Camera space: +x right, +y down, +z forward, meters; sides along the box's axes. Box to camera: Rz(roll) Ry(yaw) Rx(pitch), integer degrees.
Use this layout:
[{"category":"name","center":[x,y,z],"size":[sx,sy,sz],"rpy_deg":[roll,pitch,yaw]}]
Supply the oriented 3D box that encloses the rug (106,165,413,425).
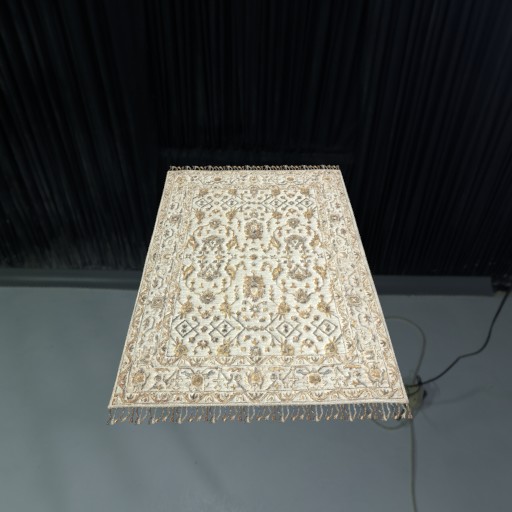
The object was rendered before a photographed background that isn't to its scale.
[{"category":"rug","center":[0.000,0.000,3.075],"size":[1.529,0.027,2.434],"rpy_deg":[-1,42,-1]}]
